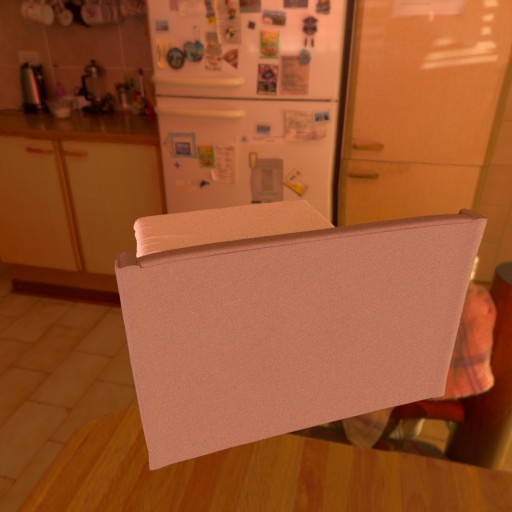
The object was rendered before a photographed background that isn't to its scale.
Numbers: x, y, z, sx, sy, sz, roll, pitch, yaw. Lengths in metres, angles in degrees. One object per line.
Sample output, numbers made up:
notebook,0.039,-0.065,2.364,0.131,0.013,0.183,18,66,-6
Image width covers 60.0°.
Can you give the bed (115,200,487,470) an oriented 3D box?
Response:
bed,0.000,0.000,3.351,1.925,1.332,2.276,-8,29,-15
